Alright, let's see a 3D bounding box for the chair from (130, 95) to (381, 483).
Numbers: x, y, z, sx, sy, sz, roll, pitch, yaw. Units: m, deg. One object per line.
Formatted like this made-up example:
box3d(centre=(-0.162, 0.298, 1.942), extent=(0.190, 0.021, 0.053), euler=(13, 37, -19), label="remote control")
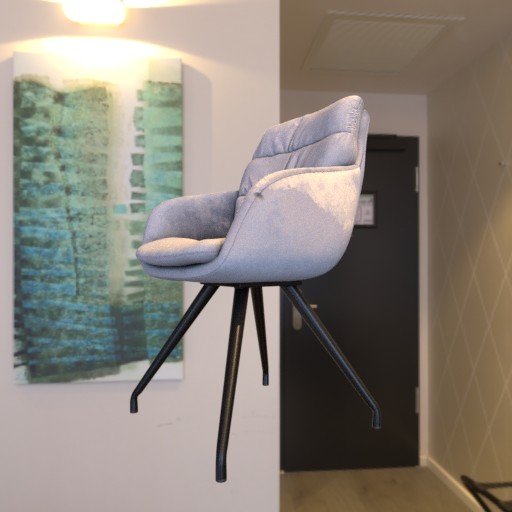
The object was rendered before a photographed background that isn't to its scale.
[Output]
box3d(centre=(0.000, 0.000, 1.218), extent=(0.569, 0.888, 0.579), euler=(0, -1, -36), label="chair")
